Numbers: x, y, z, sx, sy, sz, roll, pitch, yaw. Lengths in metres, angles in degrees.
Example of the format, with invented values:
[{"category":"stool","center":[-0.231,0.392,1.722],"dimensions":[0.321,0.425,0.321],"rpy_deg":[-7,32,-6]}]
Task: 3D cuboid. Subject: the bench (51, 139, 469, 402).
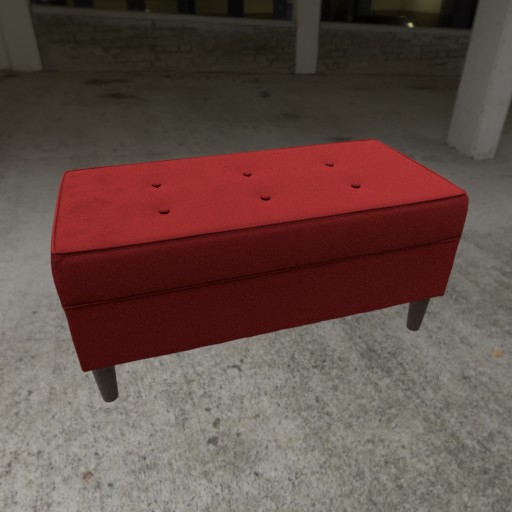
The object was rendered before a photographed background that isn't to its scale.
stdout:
[{"category":"bench","center":[0.000,0.000,1.299],"dimensions":[1.016,0.471,0.492],"rpy_deg":[-9,33,-15]}]
